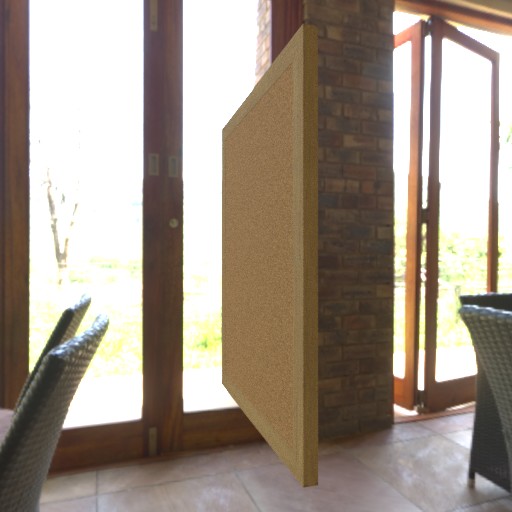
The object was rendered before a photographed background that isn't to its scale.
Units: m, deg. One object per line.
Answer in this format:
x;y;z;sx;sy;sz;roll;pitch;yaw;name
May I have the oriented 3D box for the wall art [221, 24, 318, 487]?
0.000;0.000;0.759;0.020;0.561;0.460;0;0;-17;wall art
